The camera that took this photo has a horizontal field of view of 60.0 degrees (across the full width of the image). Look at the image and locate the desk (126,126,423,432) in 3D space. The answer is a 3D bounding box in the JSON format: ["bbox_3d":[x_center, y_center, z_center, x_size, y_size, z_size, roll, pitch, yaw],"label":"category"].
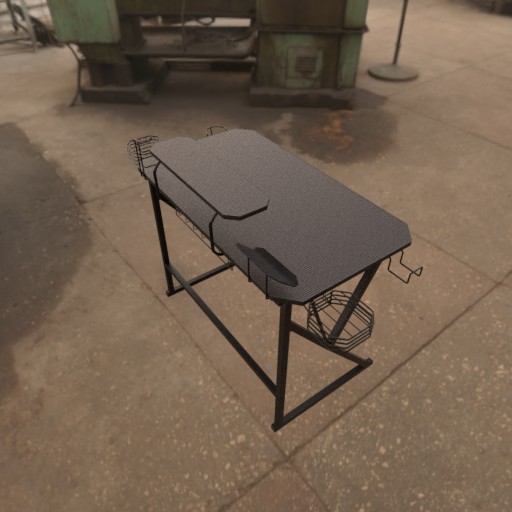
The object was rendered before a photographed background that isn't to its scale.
[{"bbox_3d":[0.000,0.000,1.725,0.580,0.880,1.290,-25,47,-26],"label":"desk"}]
